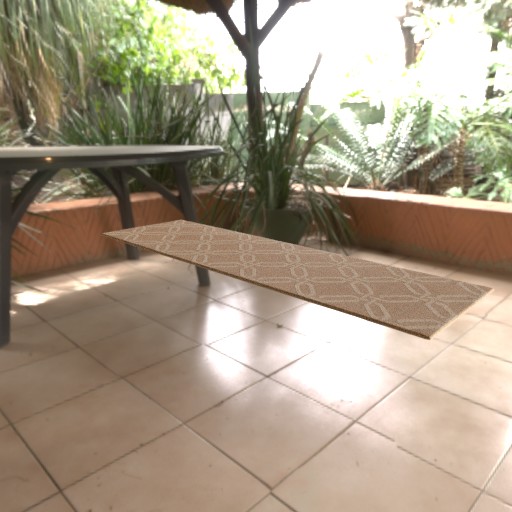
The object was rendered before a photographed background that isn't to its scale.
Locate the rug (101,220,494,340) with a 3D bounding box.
[{"bbox_3d":[0.000,0.000,2.483,2.276,0.014,0.678,15,21,42],"label":"rug"}]
